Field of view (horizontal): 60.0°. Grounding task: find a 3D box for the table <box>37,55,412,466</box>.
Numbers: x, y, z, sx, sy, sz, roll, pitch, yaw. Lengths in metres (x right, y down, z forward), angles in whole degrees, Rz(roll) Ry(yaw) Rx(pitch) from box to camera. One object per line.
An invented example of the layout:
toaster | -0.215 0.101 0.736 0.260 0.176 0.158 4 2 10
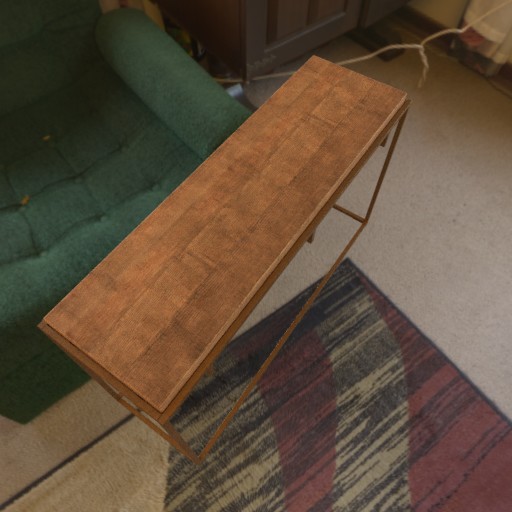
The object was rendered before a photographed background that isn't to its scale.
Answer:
table | 0.000 0.000 1.727 0.440 0.820 1.400 31 63 18
